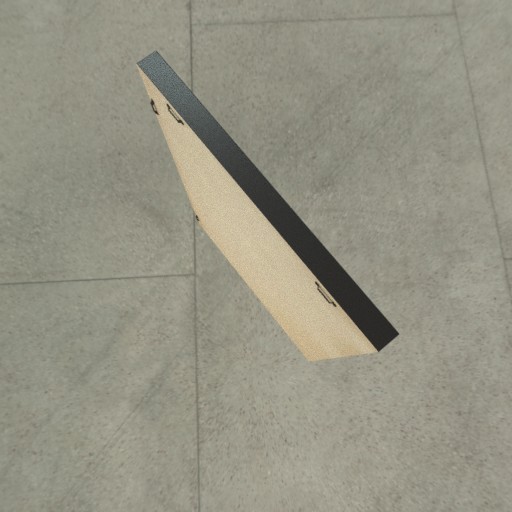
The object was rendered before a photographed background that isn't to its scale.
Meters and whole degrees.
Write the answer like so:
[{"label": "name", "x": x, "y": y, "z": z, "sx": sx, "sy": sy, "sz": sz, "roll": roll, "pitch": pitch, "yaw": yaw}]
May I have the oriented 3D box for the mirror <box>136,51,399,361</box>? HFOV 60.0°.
[{"label": "mirror", "x": 0.000, "y": 0.000, "z": 0.921, "sx": 0.040, "sy": 0.710, "sz": 0.507, "roll": -37, "pitch": 79, "yaw": -9}]
